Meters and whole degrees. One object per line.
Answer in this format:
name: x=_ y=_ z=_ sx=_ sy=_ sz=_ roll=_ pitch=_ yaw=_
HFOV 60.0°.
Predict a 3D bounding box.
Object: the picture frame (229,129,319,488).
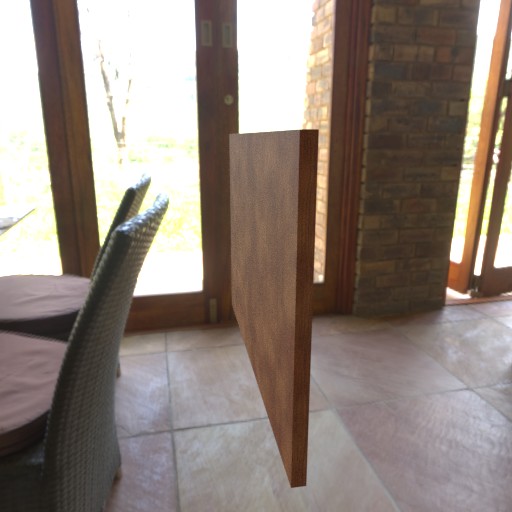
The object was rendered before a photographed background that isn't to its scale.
picture frame: x=0.000 y=0.000 z=1.194 sx=0.029 sy=0.640 sz=0.950 roll=-3 pitch=15 yaw=-9
